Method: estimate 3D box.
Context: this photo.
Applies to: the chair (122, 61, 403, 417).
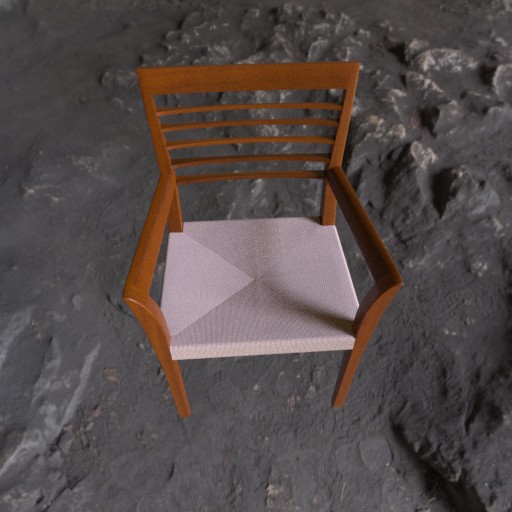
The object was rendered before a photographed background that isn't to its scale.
[{"bbox_3d":[0.000,0.000,1.233,0.587,0.855,0.540,-3,46,-3],"label":"chair"}]
